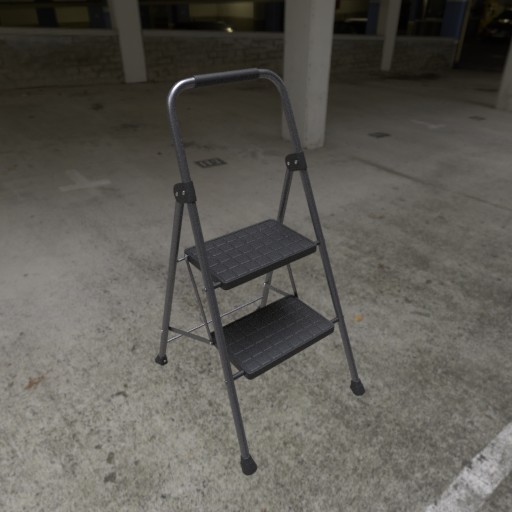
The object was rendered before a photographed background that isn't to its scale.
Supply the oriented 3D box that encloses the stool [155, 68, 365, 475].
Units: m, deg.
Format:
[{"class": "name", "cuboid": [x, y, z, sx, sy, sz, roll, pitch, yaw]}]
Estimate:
[{"class": "stool", "cuboid": [0.000, 0.000, 1.158, 0.450, 0.872, 0.514, -22, 38, -31]}]
